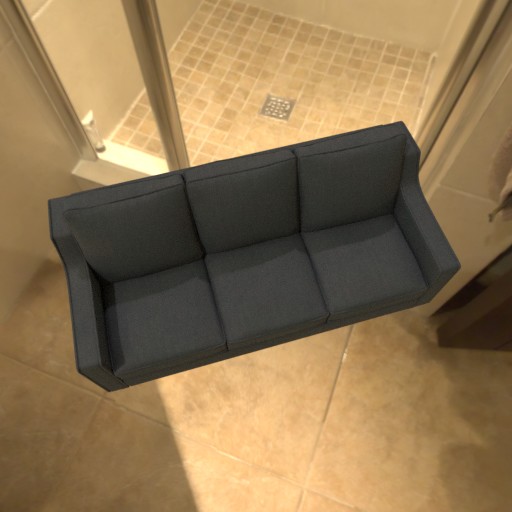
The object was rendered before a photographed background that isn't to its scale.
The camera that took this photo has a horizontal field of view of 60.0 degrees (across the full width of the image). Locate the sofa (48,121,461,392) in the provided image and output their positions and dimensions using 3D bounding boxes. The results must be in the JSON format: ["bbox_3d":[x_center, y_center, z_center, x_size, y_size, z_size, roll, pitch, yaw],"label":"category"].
[{"bbox_3d":[0.000,0.000,2.515,1.986,0.974,0.911,-14,64,-7],"label":"sofa"}]
